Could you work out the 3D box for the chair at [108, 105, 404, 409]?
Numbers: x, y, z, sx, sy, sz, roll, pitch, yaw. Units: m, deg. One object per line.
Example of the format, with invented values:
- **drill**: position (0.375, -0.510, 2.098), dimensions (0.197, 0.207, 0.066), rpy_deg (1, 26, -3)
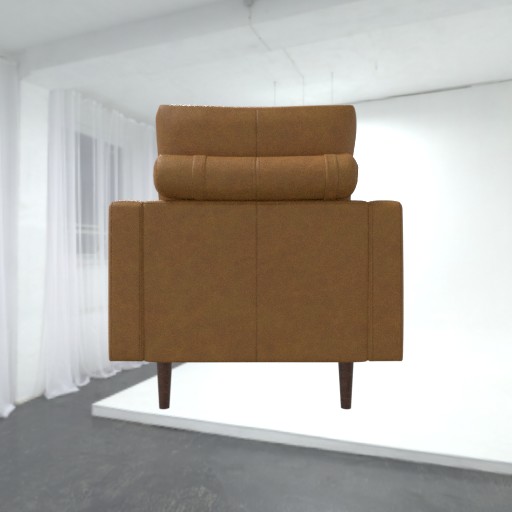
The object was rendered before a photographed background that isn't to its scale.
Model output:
- **chair**: position (0.000, 0.000, 1.588), dimensions (0.831, 0.896, 0.868), rpy_deg (0, -1, 0)
